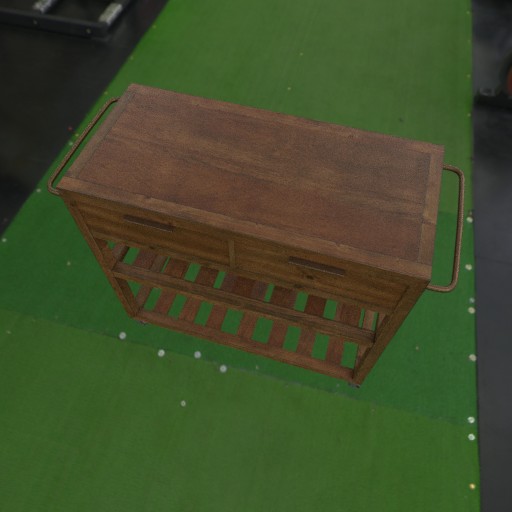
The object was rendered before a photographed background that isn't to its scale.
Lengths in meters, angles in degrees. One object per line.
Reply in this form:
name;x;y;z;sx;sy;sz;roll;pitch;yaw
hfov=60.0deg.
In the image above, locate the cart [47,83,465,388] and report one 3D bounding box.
cart;0.000;0.000;1.481;1.065;0.830;0.445;14;58;9
